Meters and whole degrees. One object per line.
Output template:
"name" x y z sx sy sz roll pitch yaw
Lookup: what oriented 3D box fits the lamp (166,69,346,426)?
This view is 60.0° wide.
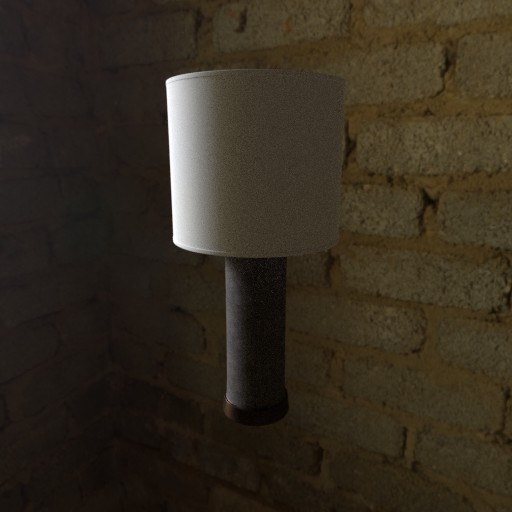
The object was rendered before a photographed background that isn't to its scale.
"lamp" 0.000 0.000 0.826 0.301 0.630 0.301 -2 14 -9
